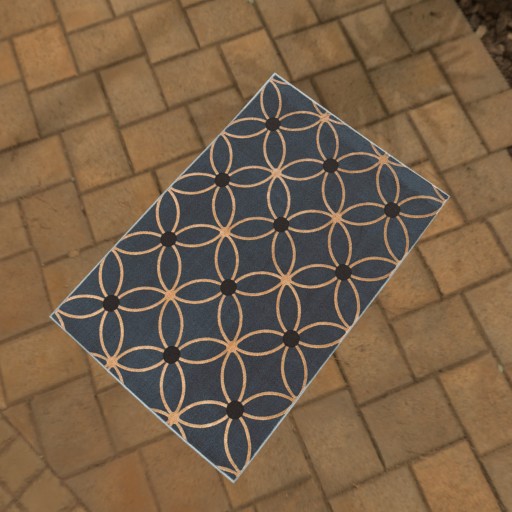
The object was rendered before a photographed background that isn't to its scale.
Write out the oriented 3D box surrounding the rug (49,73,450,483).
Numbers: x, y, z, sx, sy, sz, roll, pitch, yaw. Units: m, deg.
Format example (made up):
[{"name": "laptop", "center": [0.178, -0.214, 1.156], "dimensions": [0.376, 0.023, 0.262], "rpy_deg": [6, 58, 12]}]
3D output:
[{"name": "rug", "center": [0.000, 0.000, 2.881], "dimensions": [1.522, 0.008, 2.284], "rpy_deg": [38, 79, 9]}]
